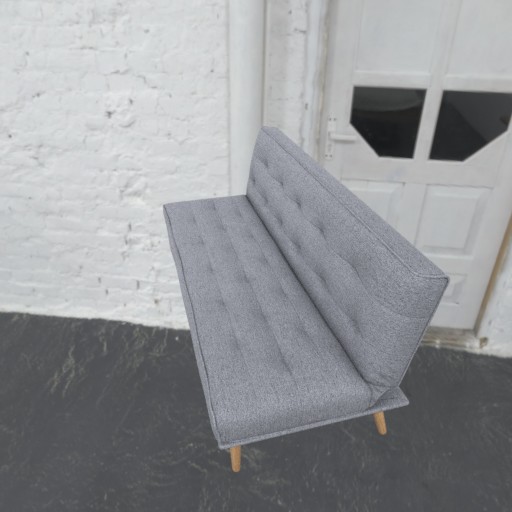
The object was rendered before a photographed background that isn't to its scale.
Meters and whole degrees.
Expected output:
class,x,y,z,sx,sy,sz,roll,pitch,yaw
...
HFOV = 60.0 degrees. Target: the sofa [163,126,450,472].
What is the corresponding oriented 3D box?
class,x,y,z,sx,sy,sz,roll,pitch,yaw
sofa,0.000,0.000,2.273,0.810,0.830,1.820,-8,32,-13
